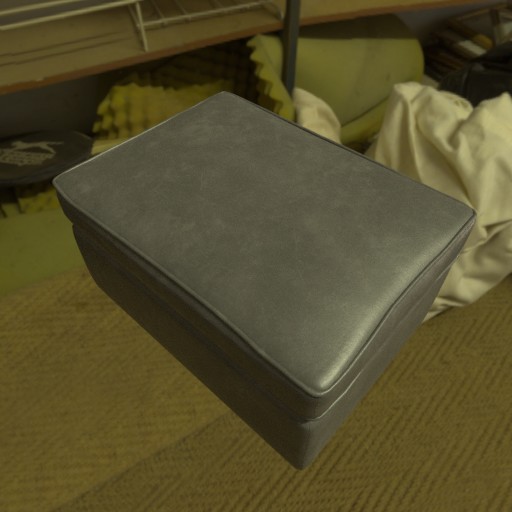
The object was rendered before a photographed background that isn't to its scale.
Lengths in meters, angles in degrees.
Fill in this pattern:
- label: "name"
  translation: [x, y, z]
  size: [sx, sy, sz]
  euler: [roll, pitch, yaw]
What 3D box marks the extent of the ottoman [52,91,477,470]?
- label: "ottoman"
  translation: [0.000, 0.000, 1.070]
  size: [0.756, 0.445, 0.554]
  euler: [34, 57, 27]
